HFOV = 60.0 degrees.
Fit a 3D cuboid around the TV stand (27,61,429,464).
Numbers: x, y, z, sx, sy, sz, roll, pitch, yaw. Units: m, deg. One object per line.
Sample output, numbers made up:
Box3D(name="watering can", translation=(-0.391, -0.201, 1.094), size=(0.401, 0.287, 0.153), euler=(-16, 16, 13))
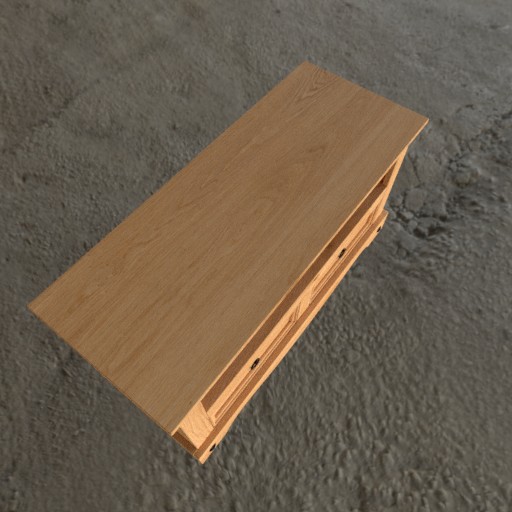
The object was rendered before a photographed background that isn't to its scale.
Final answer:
Box3D(name="TV stand", translation=(0.000, 0.000, 1.358), size=(0.440, 0.550, 1.080), euler=(34, 65, 18))
